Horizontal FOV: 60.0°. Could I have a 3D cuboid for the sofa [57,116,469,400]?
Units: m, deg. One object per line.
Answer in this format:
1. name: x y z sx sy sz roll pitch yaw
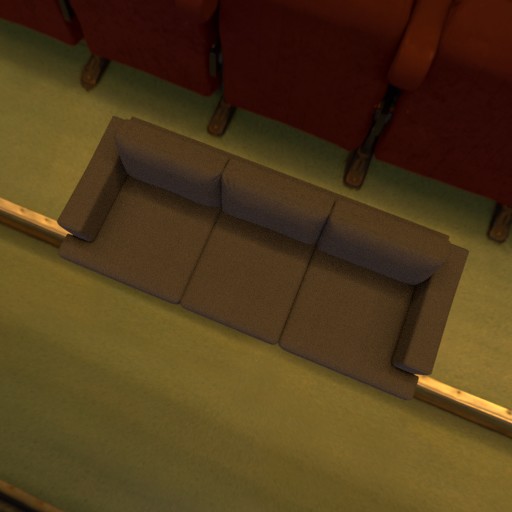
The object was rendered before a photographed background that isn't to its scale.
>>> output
1. sofa: 0.000 0.000 2.722 2.310 0.810 0.920 22 78 5
